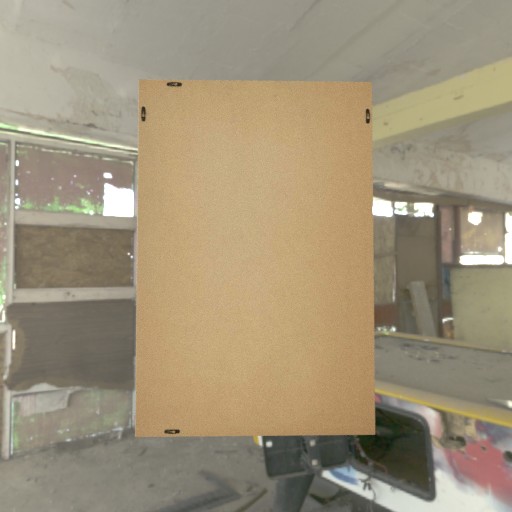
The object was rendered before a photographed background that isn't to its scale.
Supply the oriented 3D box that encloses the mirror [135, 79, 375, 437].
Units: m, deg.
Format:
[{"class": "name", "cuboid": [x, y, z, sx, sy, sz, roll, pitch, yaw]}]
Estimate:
[{"class": "mirror", "cuboid": [0.000, 0.000, 1.156, 0.609, 0.914, 0.041, 0, -2, -2]}]
